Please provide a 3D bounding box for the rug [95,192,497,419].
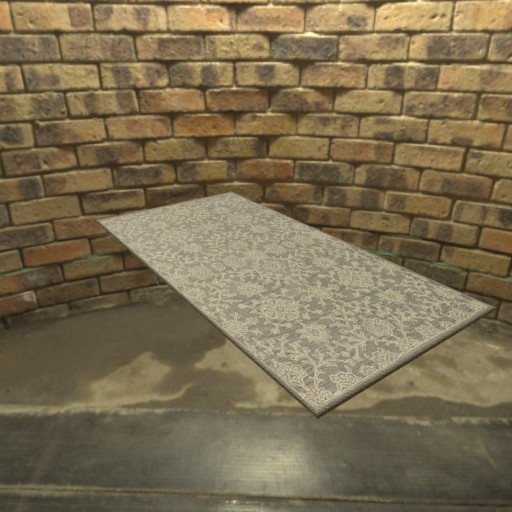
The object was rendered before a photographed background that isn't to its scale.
[{"bbox_3d":[0.000,0.000,3.499,1.546,0.011,3.048,-17,31,-32],"label":"rug"}]
